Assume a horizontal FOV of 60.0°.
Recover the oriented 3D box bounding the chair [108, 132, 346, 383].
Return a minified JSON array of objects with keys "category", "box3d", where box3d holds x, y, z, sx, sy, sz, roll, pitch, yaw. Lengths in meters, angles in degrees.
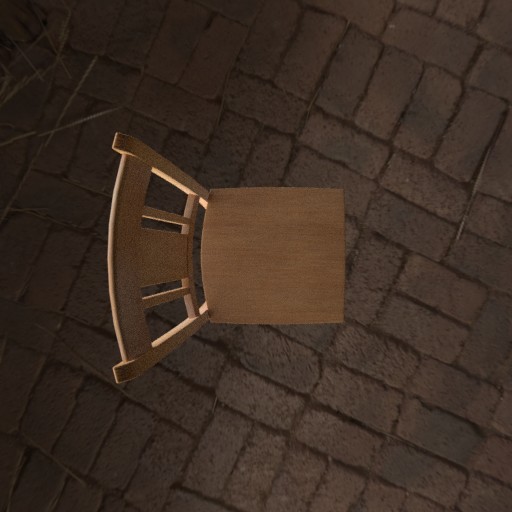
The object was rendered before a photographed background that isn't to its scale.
[{"category":"chair","box3d":[0.000,0.000,1.293,0.556,0.998,0.450,0,90,-1]}]
